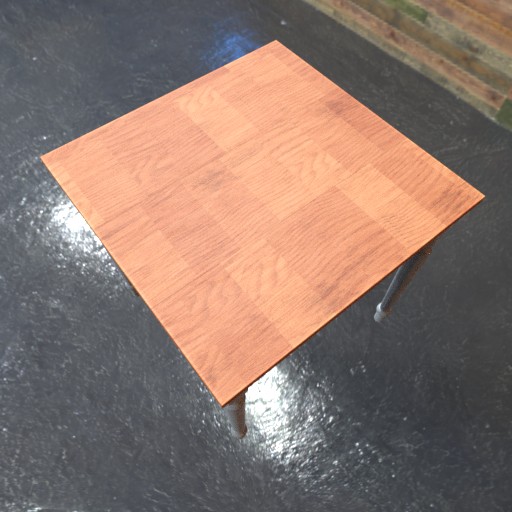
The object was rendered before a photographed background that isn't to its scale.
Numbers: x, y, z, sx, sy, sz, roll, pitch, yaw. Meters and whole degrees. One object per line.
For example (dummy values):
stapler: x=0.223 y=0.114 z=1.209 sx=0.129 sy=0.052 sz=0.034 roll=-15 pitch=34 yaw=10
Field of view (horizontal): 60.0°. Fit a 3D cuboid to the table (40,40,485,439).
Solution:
table: x=0.000 y=0.000 z=1.360 sx=0.747 sy=0.738 sz=0.747 roll=-34 pitch=65 yaw=-19
